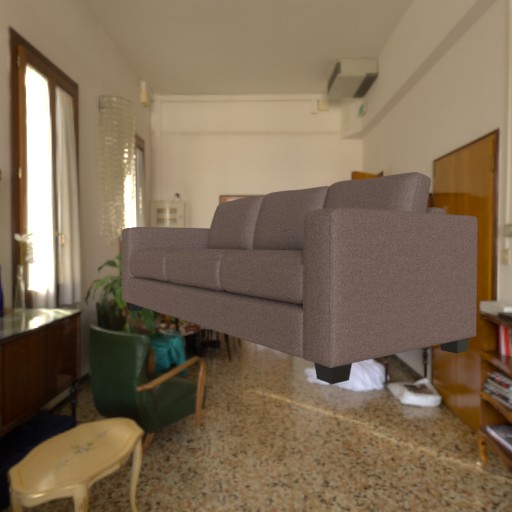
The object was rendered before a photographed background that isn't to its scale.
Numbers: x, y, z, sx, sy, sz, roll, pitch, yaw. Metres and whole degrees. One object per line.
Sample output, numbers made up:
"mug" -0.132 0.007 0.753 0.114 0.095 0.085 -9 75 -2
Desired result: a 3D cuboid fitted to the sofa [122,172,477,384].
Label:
"sofa" 0.000 0.000 2.567 0.900 0.806 2.160 -1 2 -35
